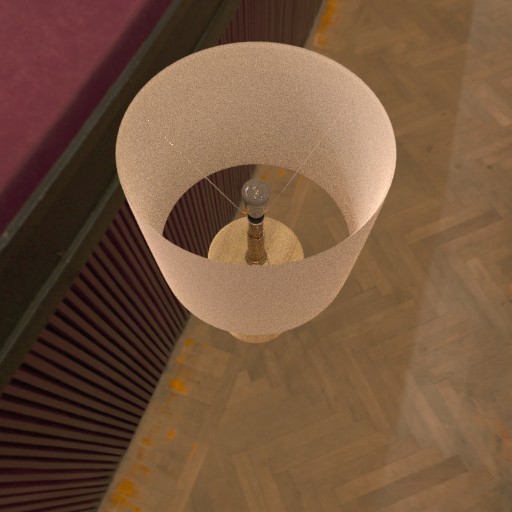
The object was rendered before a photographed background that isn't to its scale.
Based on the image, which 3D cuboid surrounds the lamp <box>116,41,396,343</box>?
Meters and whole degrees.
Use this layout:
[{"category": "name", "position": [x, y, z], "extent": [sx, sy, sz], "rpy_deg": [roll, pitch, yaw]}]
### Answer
[{"category": "lamp", "position": [0.000, 0.000, 0.560], "extent": [0.228, 0.444, 0.228], "rpy_deg": [21, 67, 10]}]
